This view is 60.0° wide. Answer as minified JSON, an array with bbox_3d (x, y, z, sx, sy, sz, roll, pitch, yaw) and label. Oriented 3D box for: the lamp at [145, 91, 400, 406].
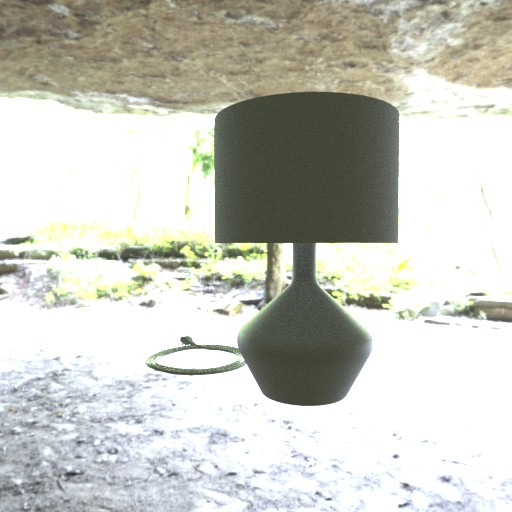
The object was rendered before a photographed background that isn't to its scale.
[{"bbox_3d":[0.000,0.000,0.854,0.401,0.457,0.546,-1,2,-18],"label":"lamp"}]
